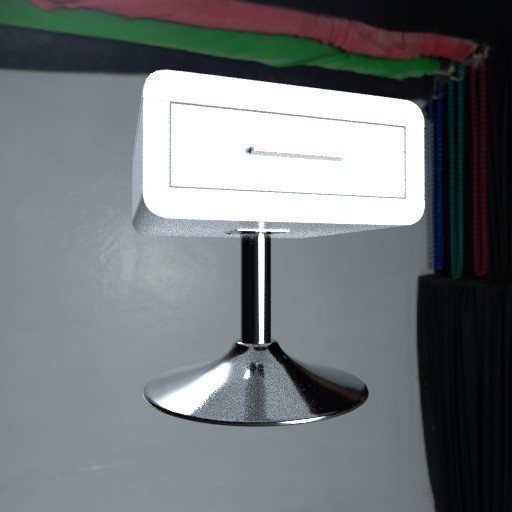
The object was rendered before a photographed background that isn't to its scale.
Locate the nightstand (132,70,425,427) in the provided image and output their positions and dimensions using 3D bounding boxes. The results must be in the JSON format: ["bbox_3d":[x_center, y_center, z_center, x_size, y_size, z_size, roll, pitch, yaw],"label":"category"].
[{"bbox_3d":[0.000,0.000,0.762,0.399,0.447,0.404,0,-1,-17],"label":"nightstand"}]
